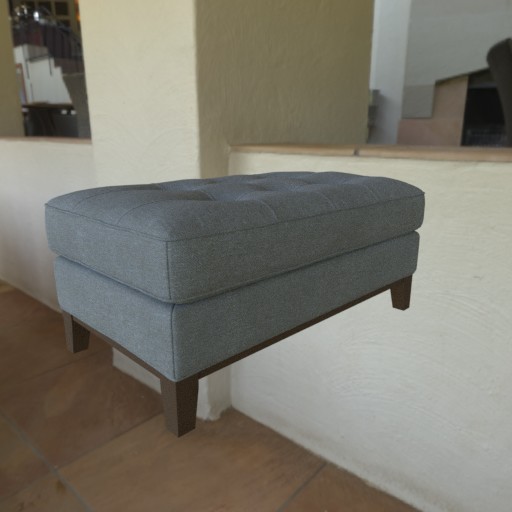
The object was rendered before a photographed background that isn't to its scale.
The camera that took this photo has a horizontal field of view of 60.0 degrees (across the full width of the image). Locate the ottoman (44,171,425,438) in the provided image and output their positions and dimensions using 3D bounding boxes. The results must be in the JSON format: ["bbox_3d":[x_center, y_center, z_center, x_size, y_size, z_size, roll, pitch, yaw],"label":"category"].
[{"bbox_3d":[0.000,0.000,1.492,1.143,0.514,0.648,-15,21,-43],"label":"ottoman"}]
